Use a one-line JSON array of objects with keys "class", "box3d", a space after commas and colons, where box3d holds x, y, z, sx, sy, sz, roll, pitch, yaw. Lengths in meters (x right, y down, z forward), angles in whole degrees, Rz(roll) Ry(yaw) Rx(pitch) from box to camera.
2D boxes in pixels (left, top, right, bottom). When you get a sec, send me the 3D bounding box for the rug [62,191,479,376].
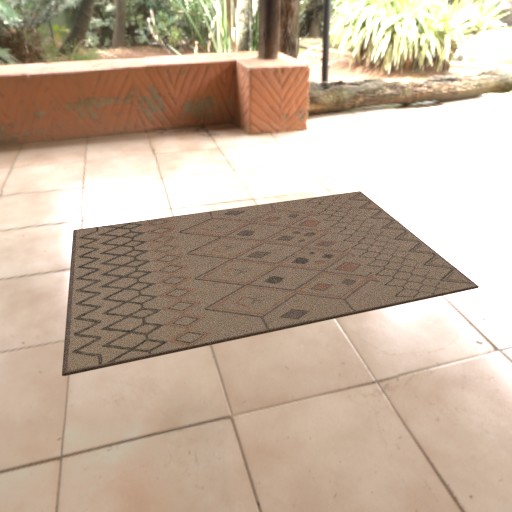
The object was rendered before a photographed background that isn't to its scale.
[{"class": "rug", "box3d": [0.000, 0.000, 3.064, 2.438, 0.015, 1.524, -9, 33, -15]}]
